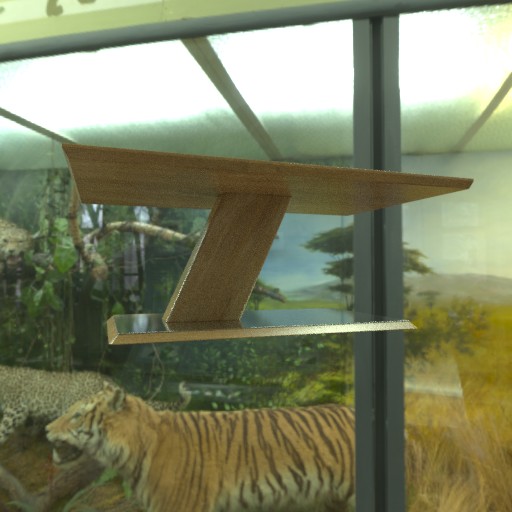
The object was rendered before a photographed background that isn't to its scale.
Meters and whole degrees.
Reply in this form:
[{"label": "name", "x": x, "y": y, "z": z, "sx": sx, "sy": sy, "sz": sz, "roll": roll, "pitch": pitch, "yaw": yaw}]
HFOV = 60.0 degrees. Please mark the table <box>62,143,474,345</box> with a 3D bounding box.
[{"label": "table", "x": 0.000, "y": 0.000, "z": 1.426, "sx": 1.100, "sy": 0.441, "sz": 0.692, "roll": 1, "pitch": -2, "yaw": -19}]
